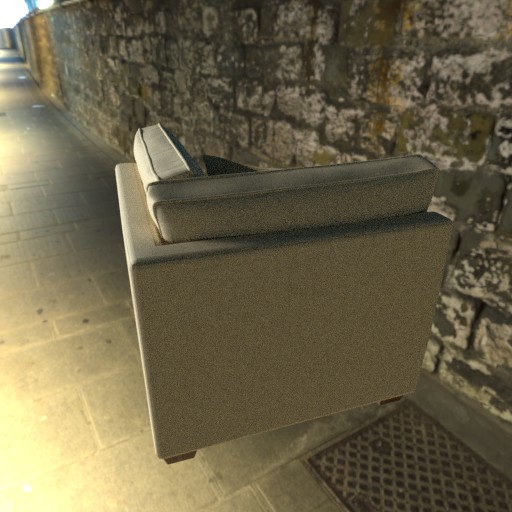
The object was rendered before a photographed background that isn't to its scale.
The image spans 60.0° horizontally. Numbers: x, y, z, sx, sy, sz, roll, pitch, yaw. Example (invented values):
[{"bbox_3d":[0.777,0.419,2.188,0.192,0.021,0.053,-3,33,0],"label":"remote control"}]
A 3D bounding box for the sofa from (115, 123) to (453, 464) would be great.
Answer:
[{"bbox_3d":[0.000,0.000,1.953,1.084,1.002,1.146,-8,27,-16],"label":"sofa"}]
